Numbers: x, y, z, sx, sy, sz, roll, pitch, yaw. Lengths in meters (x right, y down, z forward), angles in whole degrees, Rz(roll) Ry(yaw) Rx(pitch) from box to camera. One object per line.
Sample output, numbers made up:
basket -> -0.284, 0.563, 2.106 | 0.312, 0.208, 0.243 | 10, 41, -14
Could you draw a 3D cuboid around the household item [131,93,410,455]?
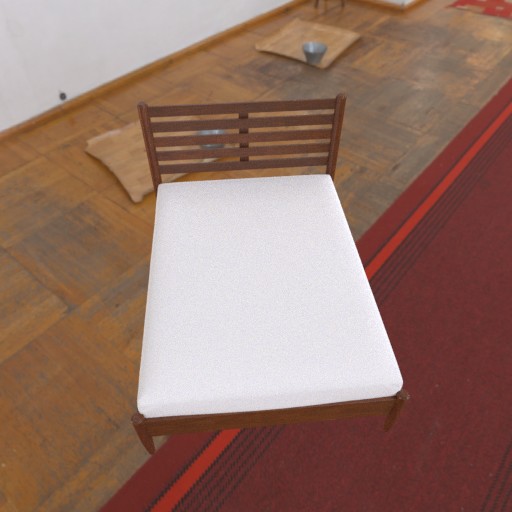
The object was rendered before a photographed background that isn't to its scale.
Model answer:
household item -> 0.000, 0.000, 3.242 | 1.663, 1.356, 2.232 | -4, 46, -4
